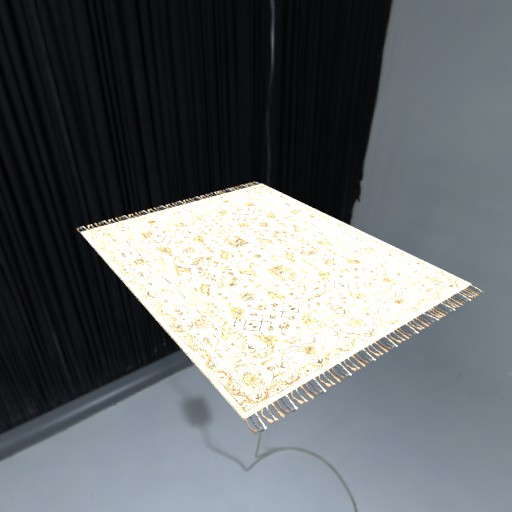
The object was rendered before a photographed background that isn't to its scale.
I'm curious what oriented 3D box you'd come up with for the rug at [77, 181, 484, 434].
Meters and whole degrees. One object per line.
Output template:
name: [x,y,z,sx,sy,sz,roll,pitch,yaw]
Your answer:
rug: [0.000,0.000,2.251,1.278,0.009,1.726,-20,36,-31]
